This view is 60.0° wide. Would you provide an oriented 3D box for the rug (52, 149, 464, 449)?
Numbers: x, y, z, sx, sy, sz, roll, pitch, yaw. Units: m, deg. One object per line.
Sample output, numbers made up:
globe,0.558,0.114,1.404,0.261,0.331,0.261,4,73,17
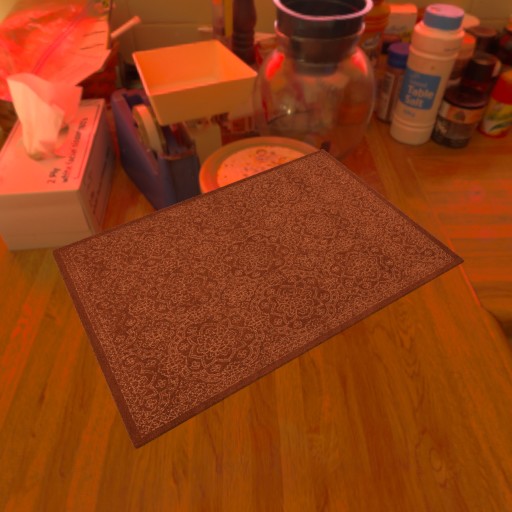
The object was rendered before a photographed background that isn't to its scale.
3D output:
rug,0.000,0.000,2.351,1.829,0.010,1.219,-24,52,-21
